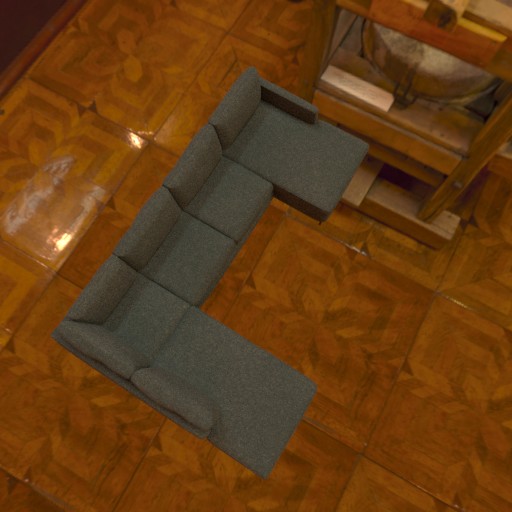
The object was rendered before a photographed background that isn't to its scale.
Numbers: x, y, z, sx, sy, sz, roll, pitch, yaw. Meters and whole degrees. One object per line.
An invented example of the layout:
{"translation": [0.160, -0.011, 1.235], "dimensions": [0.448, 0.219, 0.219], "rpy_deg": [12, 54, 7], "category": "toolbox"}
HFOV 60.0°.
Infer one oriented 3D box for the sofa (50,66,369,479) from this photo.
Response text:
{"translation": [0.000, 0.000, 3.830], "dimensions": [2.007, 0.813, 2.956], "rpy_deg": [31, 76, 8], "category": "sofa"}
